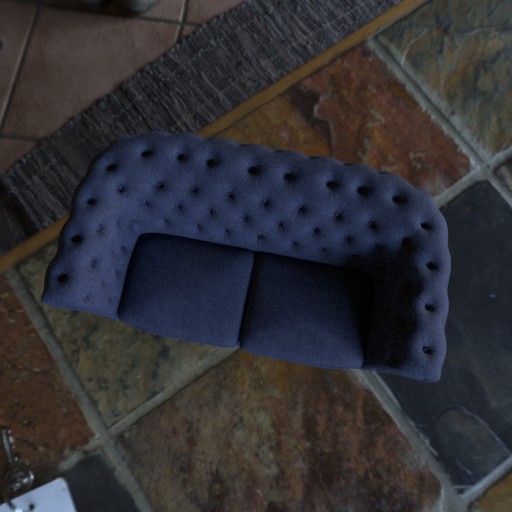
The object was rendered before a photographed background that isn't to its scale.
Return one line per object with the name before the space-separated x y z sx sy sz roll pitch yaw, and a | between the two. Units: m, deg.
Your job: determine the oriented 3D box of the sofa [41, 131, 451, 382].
sofa | 0.000 0.000 2.532 1.988 0.833 1.082 11 77 3
